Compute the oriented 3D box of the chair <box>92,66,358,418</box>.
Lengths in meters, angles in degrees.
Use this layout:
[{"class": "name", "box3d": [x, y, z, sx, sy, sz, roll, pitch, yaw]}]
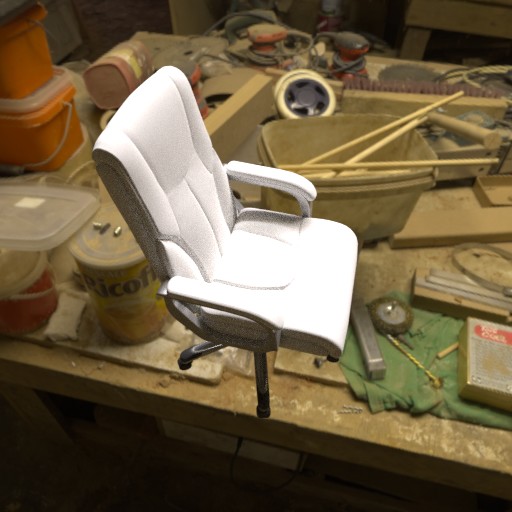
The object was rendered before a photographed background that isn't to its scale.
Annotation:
[{"class": "chair", "box3d": [0.000, 0.000, 1.562, 0.738, 1.120, 0.687, 11, 48, 10]}]
